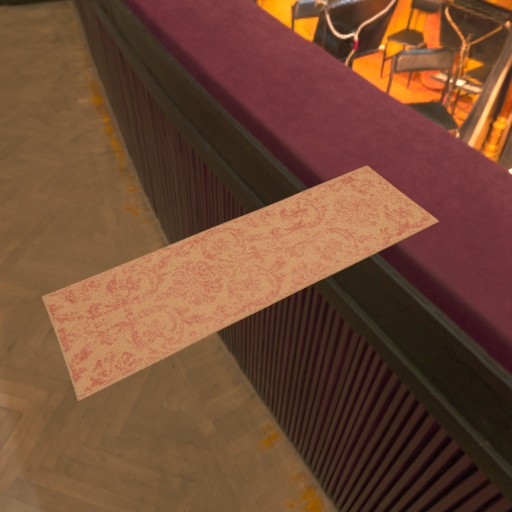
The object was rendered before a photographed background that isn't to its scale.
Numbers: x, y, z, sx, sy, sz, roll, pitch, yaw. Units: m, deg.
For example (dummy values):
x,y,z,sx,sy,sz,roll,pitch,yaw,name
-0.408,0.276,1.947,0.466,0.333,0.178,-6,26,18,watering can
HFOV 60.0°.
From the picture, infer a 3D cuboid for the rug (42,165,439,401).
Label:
x,y,z,sx,sy,sz,roll,pitch,yaw,name
0.000,0.000,2.490,2.196,0.011,0.662,-24,52,-21,rug
